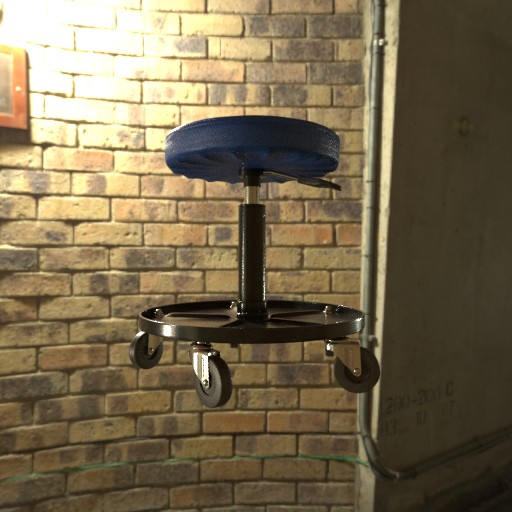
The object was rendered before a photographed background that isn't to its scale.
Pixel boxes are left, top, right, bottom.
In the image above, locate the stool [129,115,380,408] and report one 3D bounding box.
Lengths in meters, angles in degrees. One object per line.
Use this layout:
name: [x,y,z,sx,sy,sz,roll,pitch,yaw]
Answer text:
stool: [0.000,0.000,0.697,0.382,0.365,0.381,0,0,18]
